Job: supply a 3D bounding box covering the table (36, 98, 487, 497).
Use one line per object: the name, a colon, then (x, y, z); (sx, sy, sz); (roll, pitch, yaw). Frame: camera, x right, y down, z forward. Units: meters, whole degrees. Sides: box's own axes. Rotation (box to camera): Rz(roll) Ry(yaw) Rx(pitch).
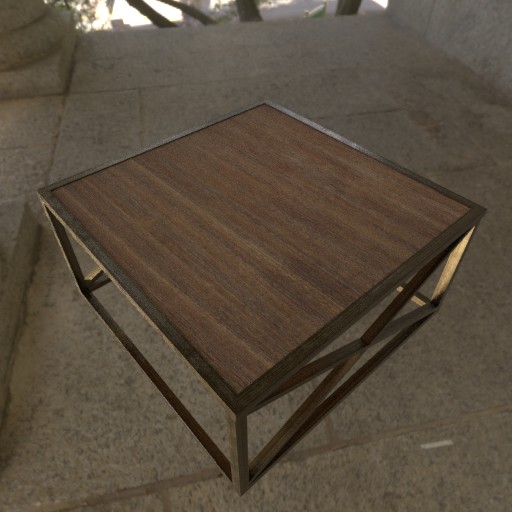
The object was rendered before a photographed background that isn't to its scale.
table: (0.000, 0.000, 1.409); (0.899, 0.451, 0.909); (-32, 53, -28)
